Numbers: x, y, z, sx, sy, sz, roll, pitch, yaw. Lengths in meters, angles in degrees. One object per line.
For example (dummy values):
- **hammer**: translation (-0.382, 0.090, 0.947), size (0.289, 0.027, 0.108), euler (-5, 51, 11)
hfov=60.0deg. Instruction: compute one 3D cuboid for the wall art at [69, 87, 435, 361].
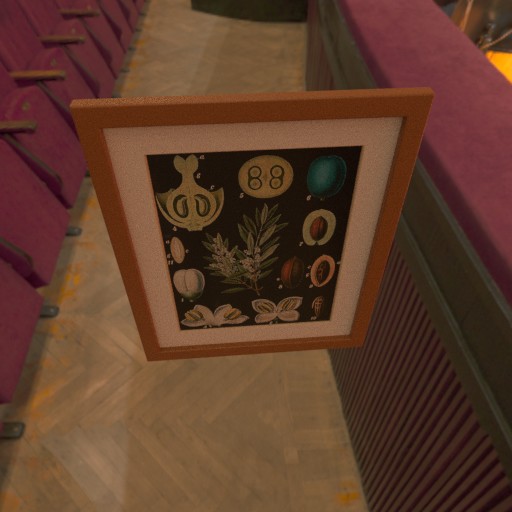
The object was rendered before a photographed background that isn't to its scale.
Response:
- **wall art**: translation (0.000, 0.000, 0.510), size (0.310, 0.379, 0.015), euler (-3, 44, -3)
